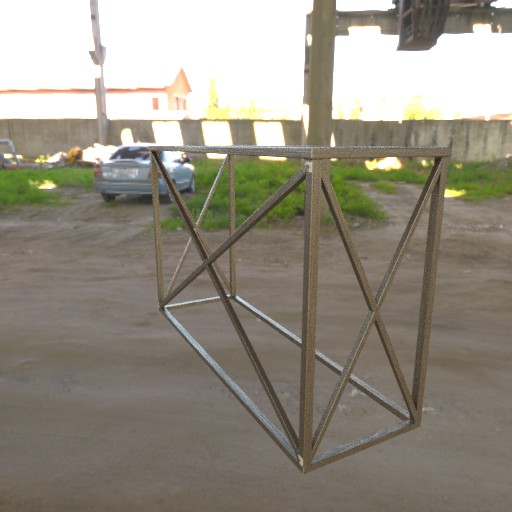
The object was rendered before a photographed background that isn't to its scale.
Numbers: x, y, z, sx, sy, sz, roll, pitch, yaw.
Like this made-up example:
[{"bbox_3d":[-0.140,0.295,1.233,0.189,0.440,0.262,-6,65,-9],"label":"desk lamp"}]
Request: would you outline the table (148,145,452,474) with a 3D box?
[{"bbox_3d":[0.000,0.000,1.564,0.402,0.753,1.216,-8,16,-27],"label":"table"}]
